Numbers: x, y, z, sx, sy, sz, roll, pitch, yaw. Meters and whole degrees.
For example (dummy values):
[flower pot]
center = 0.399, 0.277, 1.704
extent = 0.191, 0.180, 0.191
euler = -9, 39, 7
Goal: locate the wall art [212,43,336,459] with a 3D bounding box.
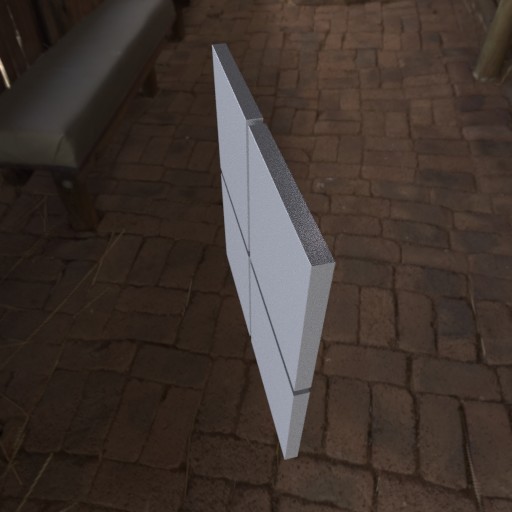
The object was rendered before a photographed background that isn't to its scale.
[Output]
[wall art]
center = 0.000, 0.000, 0.911
extent = 0.029, 0.611, 0.611
euler = -10, 48, -10
